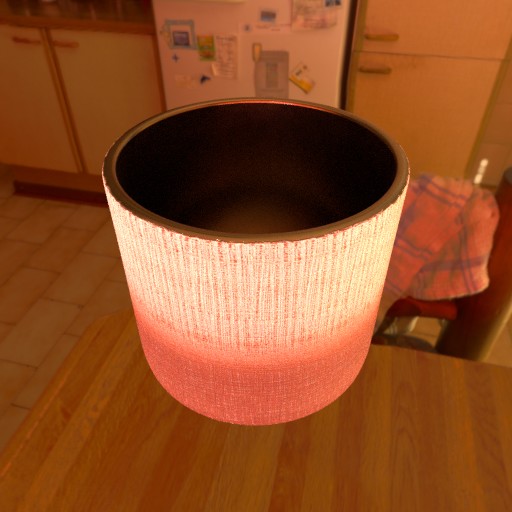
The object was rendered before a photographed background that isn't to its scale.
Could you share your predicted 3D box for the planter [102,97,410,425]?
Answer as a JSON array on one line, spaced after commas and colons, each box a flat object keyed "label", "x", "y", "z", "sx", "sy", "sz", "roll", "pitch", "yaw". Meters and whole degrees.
[{"label": "planter", "x": 0.000, "y": 0.000, "z": 0.385, "sx": 0.221, "sy": 0.201, "sz": 0.221, "roll": 0, "pitch": 40, "yaw": 0}]
